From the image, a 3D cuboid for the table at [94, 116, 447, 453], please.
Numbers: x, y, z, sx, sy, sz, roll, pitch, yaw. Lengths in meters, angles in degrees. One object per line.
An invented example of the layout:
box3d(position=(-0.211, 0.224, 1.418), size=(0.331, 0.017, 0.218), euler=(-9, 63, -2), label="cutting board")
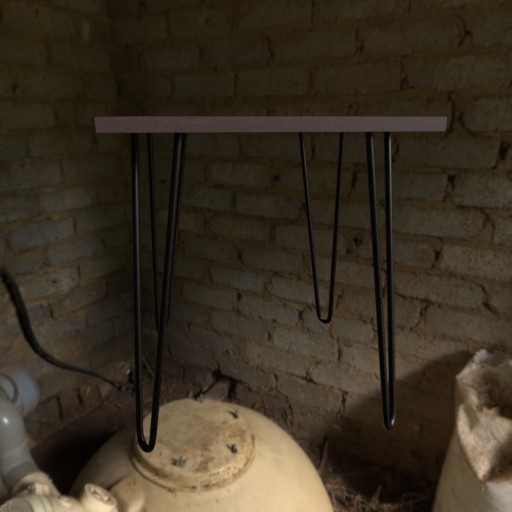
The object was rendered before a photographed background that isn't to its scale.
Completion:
box3d(position=(0.000, 0.000, 0.931), size=(0.495, 0.559, 0.495), euler=(-2, 18, -7), label="table")
